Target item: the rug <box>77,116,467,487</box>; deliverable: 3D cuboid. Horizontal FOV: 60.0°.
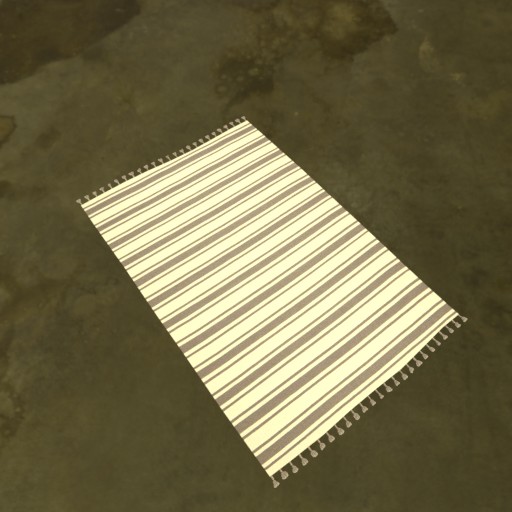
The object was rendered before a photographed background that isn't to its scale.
[{"bbox_3d":[0.000,0.000,3.058,1.563,0.014,2.425,-32,63,-19],"label":"rug"}]
